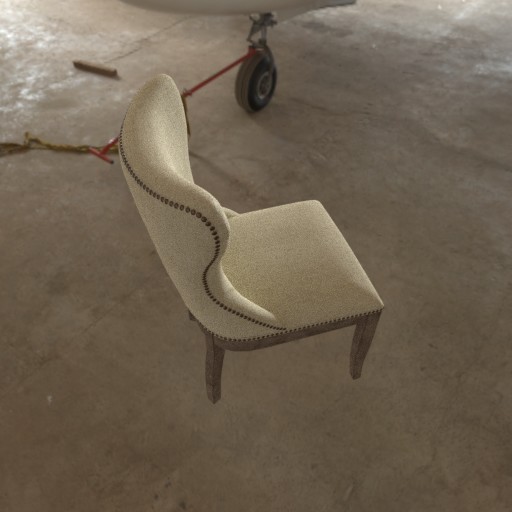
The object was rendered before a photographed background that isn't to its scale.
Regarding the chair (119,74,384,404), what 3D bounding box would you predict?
[{"bbox_3d":[0.000,0.000,1.442,0.681,1.002,0.654,-12,47,-11],"label":"chair"}]
